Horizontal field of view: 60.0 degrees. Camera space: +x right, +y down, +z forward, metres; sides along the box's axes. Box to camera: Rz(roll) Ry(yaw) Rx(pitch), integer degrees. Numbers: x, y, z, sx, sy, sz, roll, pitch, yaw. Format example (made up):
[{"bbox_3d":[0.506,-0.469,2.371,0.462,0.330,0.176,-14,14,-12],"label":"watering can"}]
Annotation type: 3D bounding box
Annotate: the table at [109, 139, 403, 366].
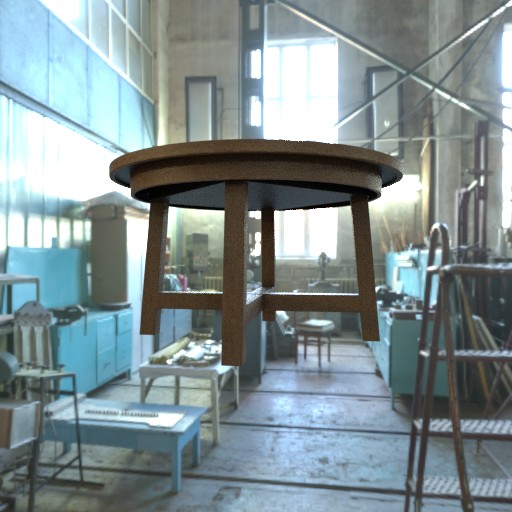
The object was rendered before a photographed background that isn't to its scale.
[{"bbox_3d":[0.000,0.000,2.095,1.319,0.762,1.319,0,0,0],"label":"table"}]
